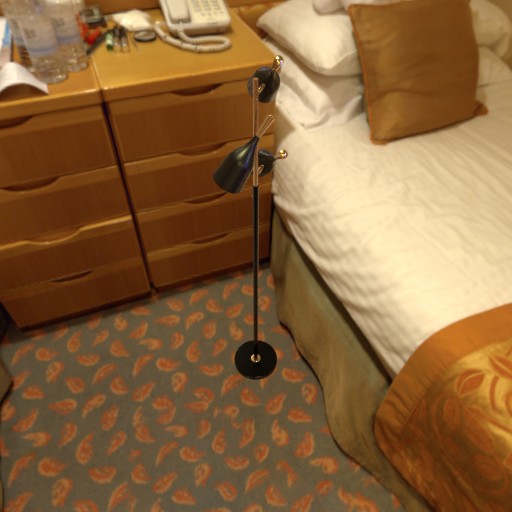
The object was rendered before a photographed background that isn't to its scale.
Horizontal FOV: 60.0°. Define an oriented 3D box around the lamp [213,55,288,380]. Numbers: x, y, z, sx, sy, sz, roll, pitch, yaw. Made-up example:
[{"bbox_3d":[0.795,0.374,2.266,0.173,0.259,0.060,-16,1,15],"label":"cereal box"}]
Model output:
[{"bbox_3d":[0.000,0.000,1.993,0.253,1.778,0.434,17,48,15],"label":"lamp"}]
